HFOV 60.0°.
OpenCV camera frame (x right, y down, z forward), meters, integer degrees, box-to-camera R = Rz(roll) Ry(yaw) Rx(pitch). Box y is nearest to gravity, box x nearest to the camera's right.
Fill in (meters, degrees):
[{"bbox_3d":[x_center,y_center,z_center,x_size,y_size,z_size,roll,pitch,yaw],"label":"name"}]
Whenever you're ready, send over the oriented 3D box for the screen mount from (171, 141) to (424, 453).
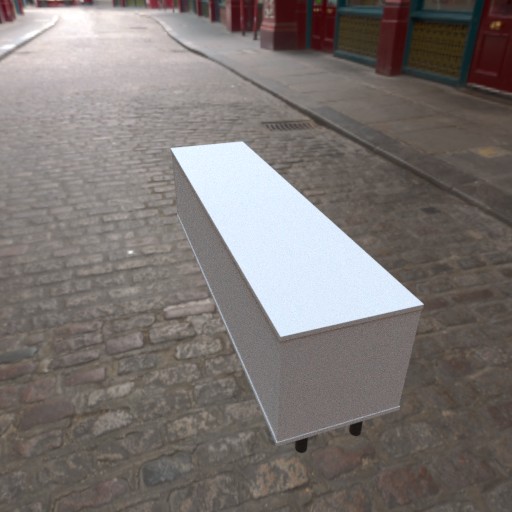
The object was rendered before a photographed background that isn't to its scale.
[{"bbox_3d":[0.000,0.000,1.885,0.418,0.520,1.600,-10,32,-16],"label":"screen mount"}]
